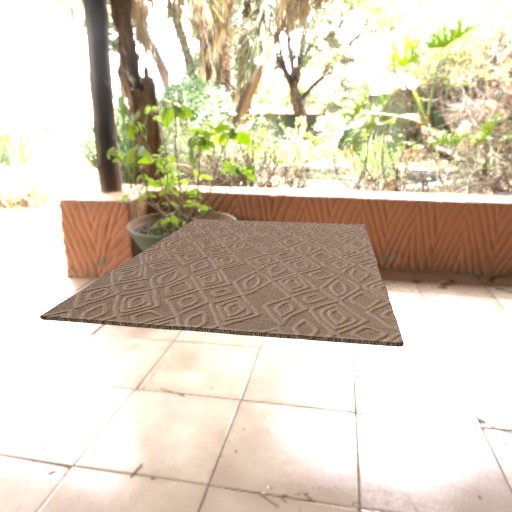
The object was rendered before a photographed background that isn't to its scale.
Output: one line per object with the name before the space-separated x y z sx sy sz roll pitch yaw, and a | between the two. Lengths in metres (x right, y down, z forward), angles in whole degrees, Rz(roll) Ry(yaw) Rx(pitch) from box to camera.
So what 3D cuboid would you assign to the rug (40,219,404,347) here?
rug | 0.000 0.000 2.302 1.224 0.016 1.832 3 16 9
